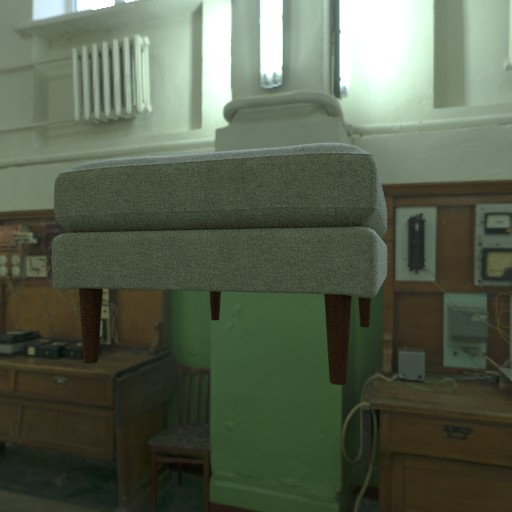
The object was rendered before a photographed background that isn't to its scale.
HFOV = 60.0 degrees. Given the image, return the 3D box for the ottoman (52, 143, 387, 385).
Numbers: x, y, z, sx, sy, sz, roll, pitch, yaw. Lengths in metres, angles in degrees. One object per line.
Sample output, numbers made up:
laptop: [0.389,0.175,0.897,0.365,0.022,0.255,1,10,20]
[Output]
ottoman: [0.000,0.000,1.245,0.693,0.474,0.821,0,0,18]
